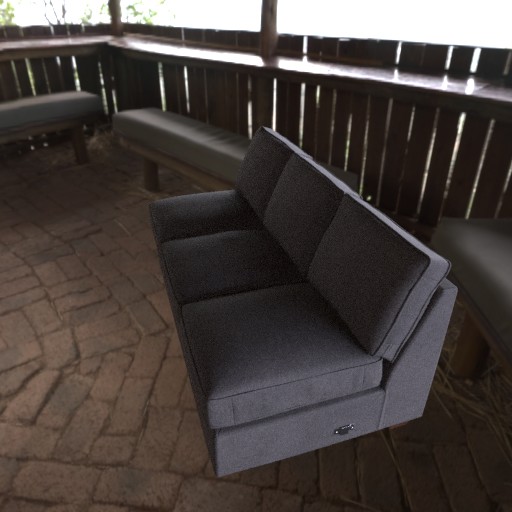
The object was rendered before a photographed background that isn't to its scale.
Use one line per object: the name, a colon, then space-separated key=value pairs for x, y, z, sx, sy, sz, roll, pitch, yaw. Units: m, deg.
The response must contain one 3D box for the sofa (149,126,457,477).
sofa: x=0.000 y=0.000 z=2.511 sx=1.027 sy=0.973 sz=1.962 roll=-9 pitch=31 yaw=-15
